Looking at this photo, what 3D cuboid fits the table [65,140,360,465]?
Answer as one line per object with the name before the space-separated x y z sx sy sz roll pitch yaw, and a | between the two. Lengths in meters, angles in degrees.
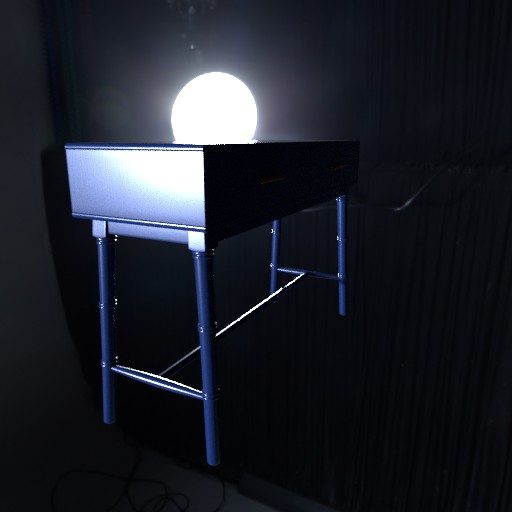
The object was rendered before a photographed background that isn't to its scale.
table | 0.000 0.000 1.494 0.399 0.749 1.118 8 17 27
